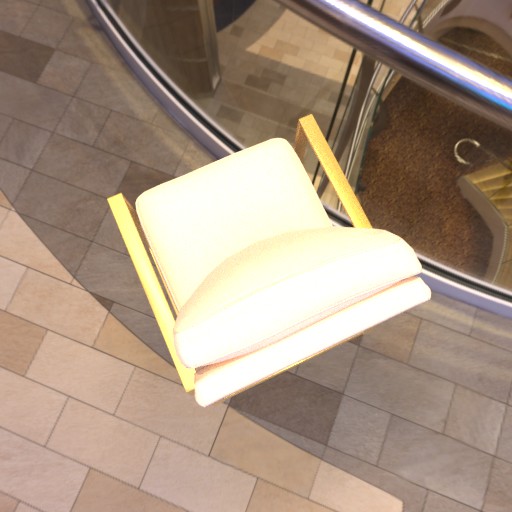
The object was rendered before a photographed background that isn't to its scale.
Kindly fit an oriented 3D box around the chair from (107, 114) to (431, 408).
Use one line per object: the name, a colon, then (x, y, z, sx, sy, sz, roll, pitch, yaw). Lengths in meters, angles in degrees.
chair: (0.000, 0.000, 1.530, 0.758, 0.956, 0.813, -24, 77, -6)
